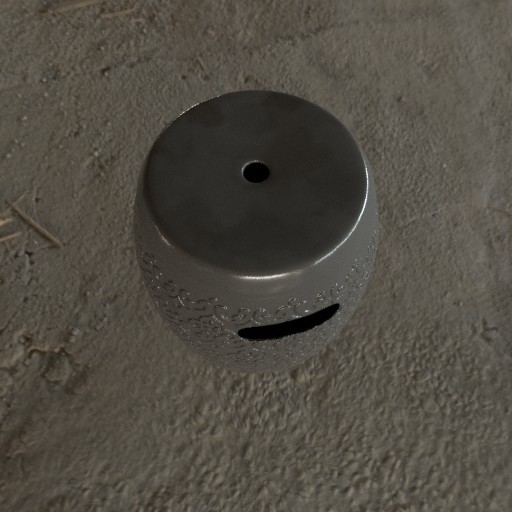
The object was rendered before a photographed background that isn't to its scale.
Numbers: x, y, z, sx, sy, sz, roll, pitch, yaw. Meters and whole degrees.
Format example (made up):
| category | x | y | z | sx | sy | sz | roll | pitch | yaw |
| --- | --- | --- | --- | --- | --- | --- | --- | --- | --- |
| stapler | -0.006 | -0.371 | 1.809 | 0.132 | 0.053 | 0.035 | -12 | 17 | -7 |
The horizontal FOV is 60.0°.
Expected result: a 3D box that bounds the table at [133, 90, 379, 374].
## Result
| category | x | y | z | sx | sy | sz | roll | pitch | yaw |
| --- | --- | --- | --- | --- | --- | --- | --- | --- | --- |
| table | 0.000 | 0.000 | 0.627 | 0.309 | 0.397 | 0.309 | 0 | 64 | 0 |
